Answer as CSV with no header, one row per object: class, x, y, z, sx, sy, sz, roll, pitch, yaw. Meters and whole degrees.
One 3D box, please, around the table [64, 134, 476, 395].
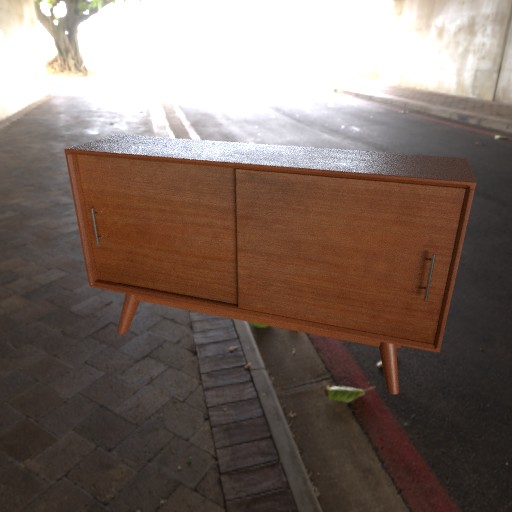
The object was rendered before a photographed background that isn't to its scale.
table,0.000,0.000,1.514,1.220,0.698,0.308,8,26,17
